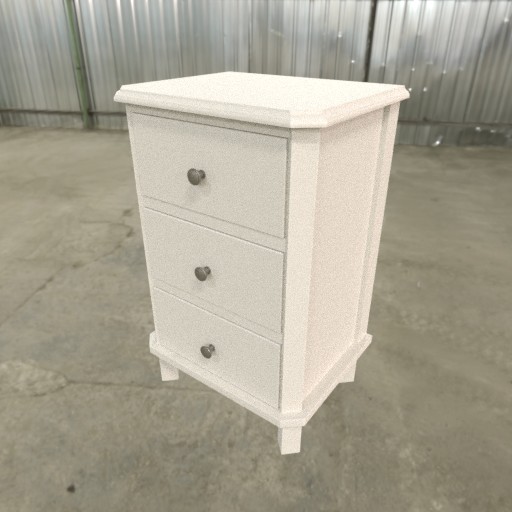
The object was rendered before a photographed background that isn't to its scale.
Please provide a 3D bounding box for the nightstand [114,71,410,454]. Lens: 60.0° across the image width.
[{"bbox_3d":[0.000,0.000,0.947,0.435,0.681,0.351,19,34,32],"label":"nightstand"}]
